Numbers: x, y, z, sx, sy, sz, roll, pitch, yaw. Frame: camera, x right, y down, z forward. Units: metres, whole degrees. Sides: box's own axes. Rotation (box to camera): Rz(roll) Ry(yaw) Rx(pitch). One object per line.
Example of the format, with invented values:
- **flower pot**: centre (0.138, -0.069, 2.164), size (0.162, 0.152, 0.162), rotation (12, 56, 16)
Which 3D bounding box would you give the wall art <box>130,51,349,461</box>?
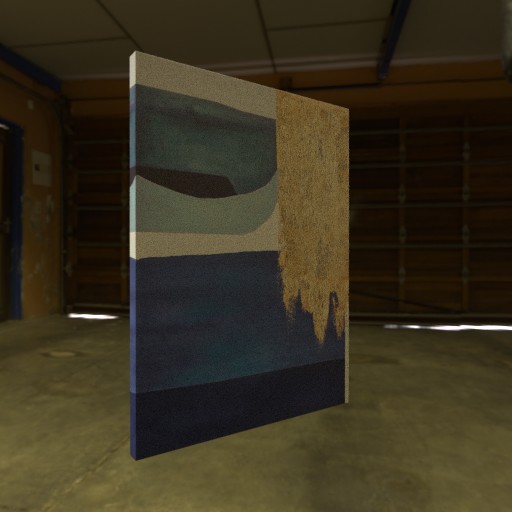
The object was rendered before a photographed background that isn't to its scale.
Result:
- **wall art**: centre (0.000, 0.000, 0.805), size (0.458, 0.613, 0.026), rotation (0, 0, -35)
